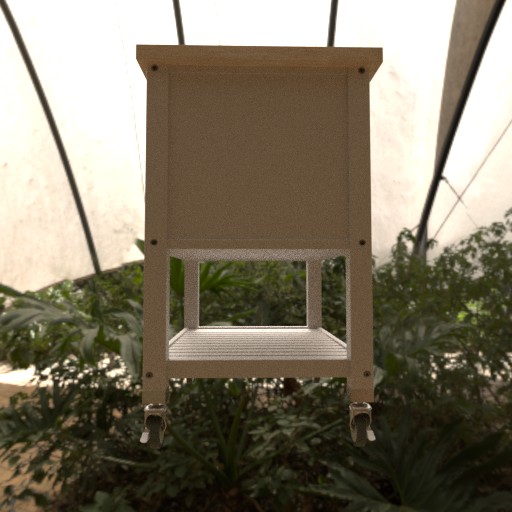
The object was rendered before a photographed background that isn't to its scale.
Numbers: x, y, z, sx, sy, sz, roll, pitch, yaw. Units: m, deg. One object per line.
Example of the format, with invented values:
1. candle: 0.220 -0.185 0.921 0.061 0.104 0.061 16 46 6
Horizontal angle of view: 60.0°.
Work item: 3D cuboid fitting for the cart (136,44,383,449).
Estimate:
1. cart: 0.000 0.000 1.359 0.559 0.914 0.762 0 -3 -1
